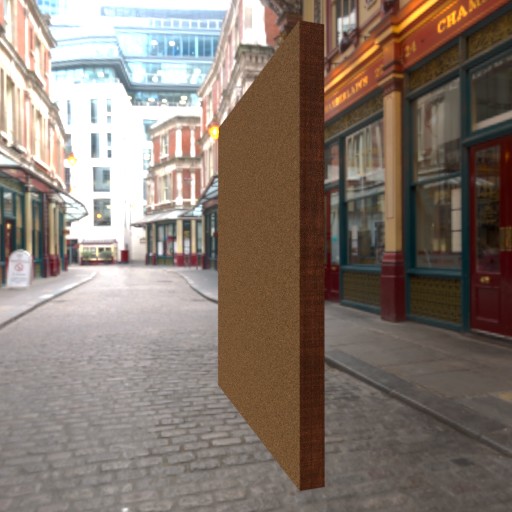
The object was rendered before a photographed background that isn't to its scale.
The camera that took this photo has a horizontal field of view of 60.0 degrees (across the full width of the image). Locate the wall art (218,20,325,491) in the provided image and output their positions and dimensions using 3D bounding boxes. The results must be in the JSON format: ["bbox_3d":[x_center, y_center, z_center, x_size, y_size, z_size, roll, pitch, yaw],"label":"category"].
[{"bbox_3d":[0.000,0.000,0.762,0.033,0.567,0.467,0,0,-17],"label":"wall art"}]
